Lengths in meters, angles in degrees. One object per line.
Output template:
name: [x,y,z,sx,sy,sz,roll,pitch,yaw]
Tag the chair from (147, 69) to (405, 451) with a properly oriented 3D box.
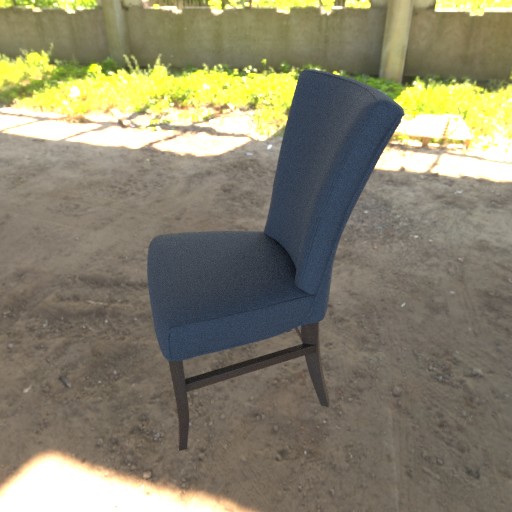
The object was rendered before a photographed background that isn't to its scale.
chair: [0.000,0.000,1.357,0.660,0.991,0.520,-8,32,-13]
